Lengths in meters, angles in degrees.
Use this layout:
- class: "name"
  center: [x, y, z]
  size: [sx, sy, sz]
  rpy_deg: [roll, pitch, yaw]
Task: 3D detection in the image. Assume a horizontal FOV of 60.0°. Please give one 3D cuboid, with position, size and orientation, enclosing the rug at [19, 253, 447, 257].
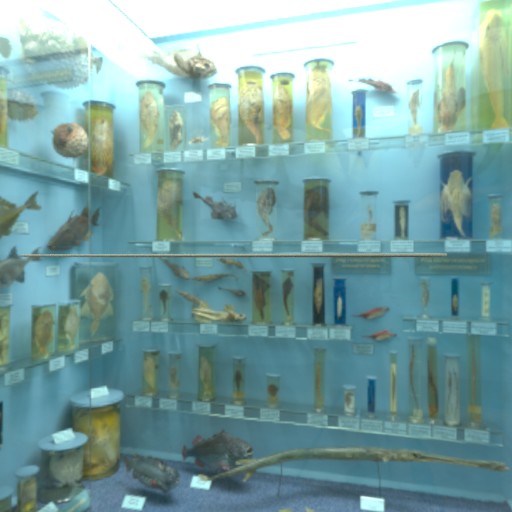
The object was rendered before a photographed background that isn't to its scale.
- class: "rug"
  center: [0.000, 0.000, 4.119]
  size: [3.039, 0.018, 2.462]
  rpy_deg: [0, 0, 17]
